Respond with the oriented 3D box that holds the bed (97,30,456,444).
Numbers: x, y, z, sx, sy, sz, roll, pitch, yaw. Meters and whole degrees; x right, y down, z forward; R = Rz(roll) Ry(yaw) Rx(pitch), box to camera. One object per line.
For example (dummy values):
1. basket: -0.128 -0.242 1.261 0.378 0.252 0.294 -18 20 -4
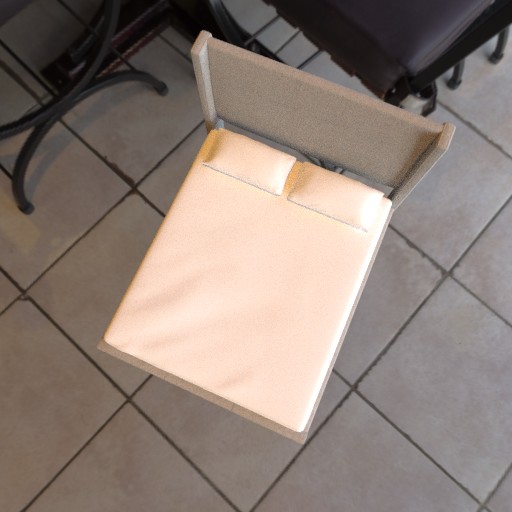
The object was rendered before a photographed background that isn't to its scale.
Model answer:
1. bed: 0.000 0.000 3.327 1.774 1.491 2.222 23 77 6
